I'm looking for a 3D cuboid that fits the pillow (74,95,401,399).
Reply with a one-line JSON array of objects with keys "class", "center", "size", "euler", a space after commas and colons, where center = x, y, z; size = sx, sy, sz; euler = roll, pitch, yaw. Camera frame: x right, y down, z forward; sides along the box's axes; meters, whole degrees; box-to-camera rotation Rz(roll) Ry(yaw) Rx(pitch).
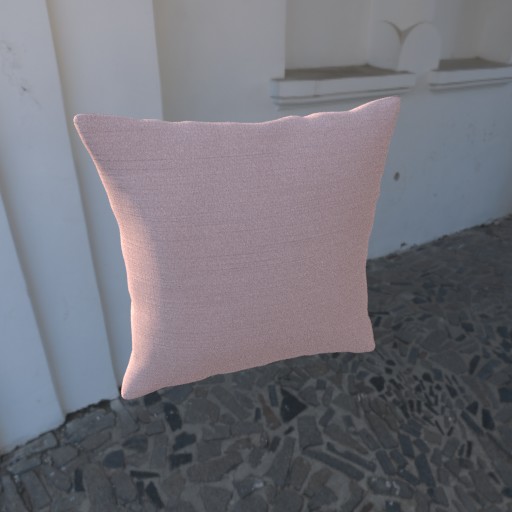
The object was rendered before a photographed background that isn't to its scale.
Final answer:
[{"class": "pillow", "center": [0.000, 0.000, 0.704], "size": [0.470, 0.464, 0.175], "euler": [-8, 27, -16]}]
